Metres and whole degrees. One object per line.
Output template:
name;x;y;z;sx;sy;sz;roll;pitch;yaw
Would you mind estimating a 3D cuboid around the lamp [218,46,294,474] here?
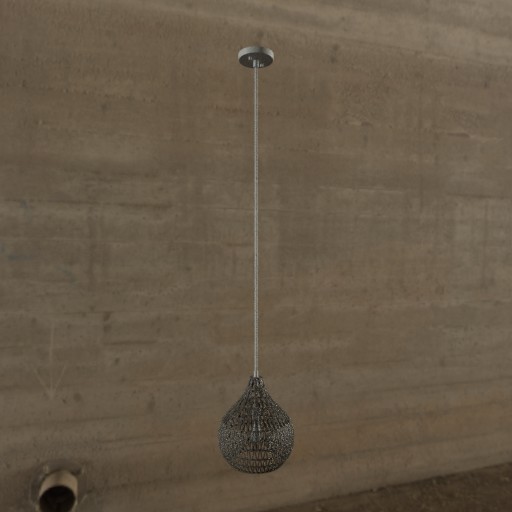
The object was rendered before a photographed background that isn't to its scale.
lamp;0.000;0.000;2.089;0.355;1.919;0.355;-1;-2;37
